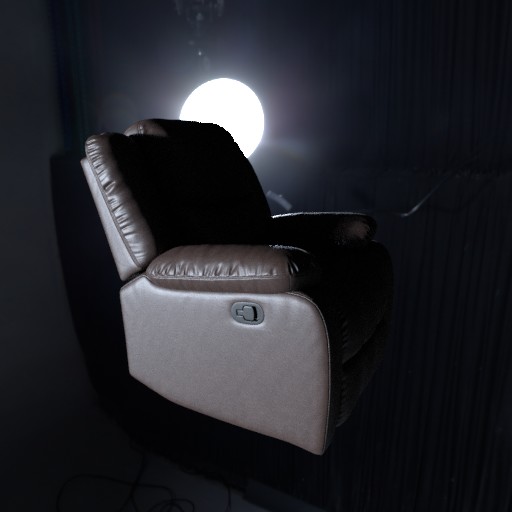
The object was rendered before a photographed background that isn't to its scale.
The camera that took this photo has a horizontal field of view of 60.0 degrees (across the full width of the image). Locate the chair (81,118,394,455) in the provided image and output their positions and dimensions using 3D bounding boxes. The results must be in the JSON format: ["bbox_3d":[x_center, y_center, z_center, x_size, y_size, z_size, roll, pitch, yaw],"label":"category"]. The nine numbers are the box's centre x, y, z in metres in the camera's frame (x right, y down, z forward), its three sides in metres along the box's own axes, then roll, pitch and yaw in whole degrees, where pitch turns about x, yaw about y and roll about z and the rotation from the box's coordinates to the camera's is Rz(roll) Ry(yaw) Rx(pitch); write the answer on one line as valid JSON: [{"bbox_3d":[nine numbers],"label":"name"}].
[{"bbox_3d":[0.000,0.000,1.692,0.934,1.009,0.899,8,16,28],"label":"chair"}]
